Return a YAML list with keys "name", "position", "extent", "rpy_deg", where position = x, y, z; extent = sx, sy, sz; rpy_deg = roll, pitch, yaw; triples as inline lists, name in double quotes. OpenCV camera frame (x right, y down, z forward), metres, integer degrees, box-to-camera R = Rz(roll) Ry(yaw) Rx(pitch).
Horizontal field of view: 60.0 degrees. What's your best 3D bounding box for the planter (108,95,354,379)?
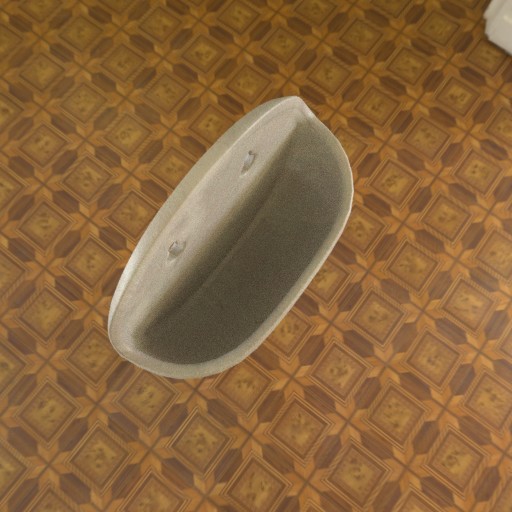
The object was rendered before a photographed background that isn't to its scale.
- name: "planter"
  position: [0.000, 0.000, 0.275]
  extent: [0.073, 0.164, 0.190]
  rpy_deg: [36, 79, 8]
